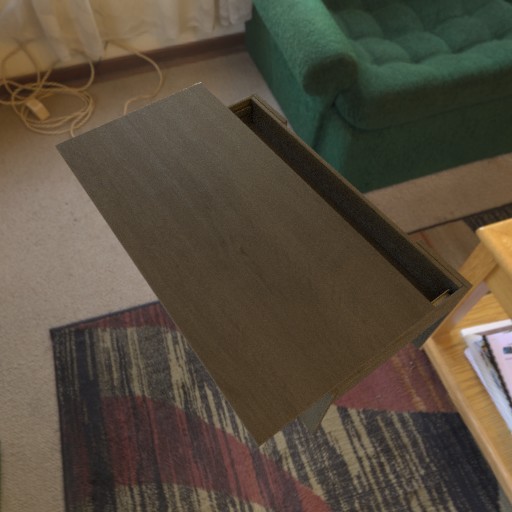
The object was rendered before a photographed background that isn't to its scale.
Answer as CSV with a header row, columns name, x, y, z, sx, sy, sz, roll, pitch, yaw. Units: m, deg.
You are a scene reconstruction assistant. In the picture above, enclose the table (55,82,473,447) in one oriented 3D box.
name,x,y,z,sx,sy,sz,roll,pitch,yaw
table,0.000,0.000,1.412,0.711,0.570,1.000,-31,62,-18
